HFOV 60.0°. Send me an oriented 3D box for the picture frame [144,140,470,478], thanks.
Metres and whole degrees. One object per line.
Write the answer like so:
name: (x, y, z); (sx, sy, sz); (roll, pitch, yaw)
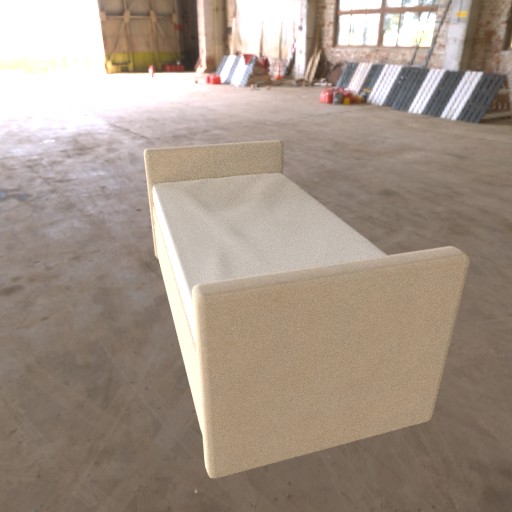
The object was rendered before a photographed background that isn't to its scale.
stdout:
picture frame: (0.000, 0.000, 2.663); (1.069, 0.891, 2.161); (-8, 28, -15)
